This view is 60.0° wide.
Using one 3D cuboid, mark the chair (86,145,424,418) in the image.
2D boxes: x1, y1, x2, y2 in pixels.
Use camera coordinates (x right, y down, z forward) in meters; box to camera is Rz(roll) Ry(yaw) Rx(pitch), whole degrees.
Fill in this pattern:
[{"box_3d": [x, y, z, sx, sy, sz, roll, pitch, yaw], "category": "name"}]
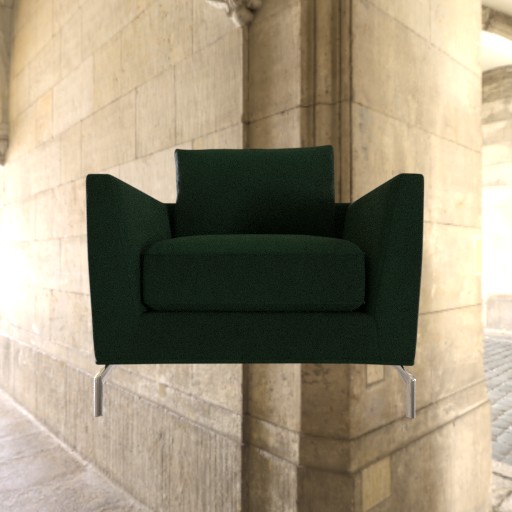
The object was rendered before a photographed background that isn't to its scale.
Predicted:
[{"box_3d": [0.000, 0.000, 1.763, 1.047, 0.997, 0.852, 0, 0, 1], "category": "chair"}]
